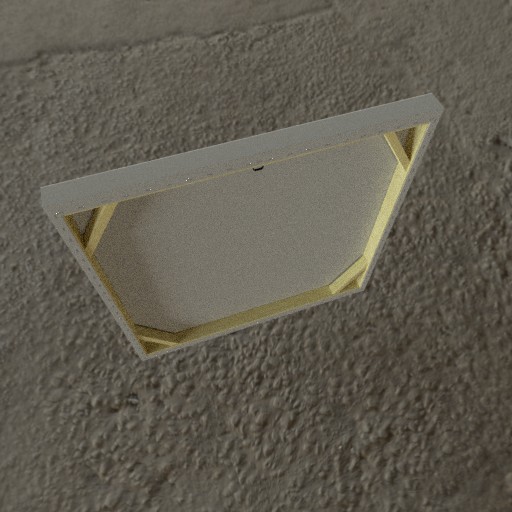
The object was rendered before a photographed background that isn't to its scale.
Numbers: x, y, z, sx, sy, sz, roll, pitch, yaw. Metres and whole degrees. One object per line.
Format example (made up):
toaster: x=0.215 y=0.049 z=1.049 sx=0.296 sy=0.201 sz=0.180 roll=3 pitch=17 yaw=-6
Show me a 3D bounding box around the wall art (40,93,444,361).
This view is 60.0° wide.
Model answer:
wall art: x=0.000 y=0.000 z=0.906 sx=0.610 sy=0.610 sz=0.038 roll=-16 pitch=59 yaw=-10
